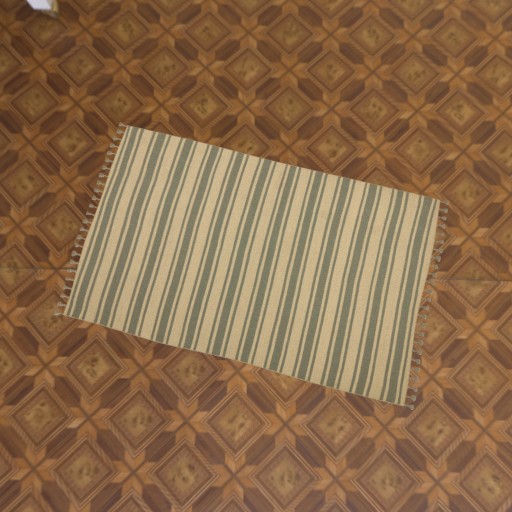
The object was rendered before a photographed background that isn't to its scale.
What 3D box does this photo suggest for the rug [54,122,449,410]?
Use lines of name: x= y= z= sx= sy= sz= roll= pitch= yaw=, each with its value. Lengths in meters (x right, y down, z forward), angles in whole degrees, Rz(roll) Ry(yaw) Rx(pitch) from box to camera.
rug: x=0.000 y=0.000 z=2.567 sx=2.084 sy=0.009 sz=1.222 roll=14 pitch=78 yaw=3
